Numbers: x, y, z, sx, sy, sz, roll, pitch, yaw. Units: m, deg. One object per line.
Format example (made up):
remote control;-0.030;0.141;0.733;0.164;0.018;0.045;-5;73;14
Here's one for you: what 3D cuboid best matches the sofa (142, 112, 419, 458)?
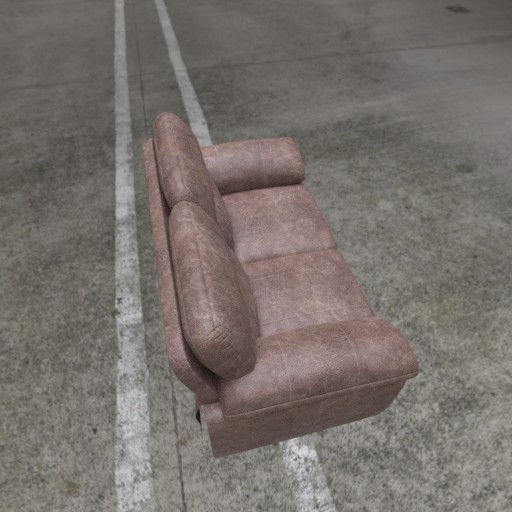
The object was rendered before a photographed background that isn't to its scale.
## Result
sofa;0.000;0.000;2.359;0.991;0.991;1.753;-10;47;-9
